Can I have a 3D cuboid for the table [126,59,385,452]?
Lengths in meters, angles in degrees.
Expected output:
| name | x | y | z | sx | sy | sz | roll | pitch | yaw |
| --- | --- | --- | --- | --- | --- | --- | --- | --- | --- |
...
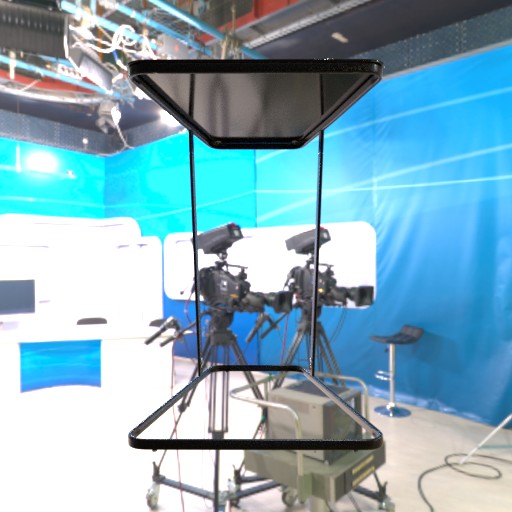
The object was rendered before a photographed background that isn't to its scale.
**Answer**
| name | x | y | z | sx | sy | sz | roll | pitch | yaw |
| --- | --- | --- | --- | --- | --- | --- | --- | --- | --- |
| table | 0.000 | 0.000 | 0.952 | 0.427 | 0.624 | 0.500 | 0 | 0 | 0 |
